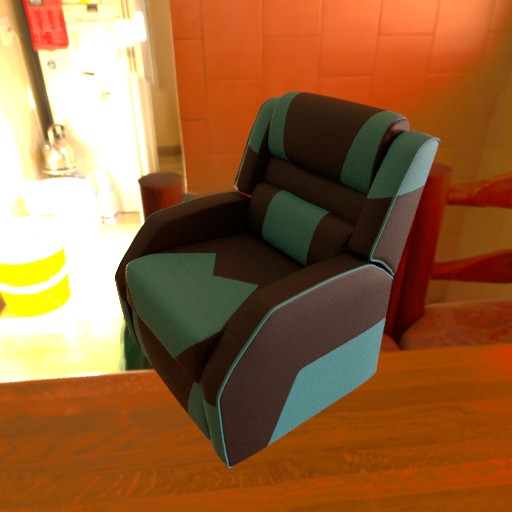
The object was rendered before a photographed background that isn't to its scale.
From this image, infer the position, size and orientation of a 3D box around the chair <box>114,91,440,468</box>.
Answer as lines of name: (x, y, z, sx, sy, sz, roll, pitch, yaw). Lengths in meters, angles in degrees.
chair: (0.000, 0.000, 1.289, 0.672, 0.805, 0.620, -21, 36, -31)
